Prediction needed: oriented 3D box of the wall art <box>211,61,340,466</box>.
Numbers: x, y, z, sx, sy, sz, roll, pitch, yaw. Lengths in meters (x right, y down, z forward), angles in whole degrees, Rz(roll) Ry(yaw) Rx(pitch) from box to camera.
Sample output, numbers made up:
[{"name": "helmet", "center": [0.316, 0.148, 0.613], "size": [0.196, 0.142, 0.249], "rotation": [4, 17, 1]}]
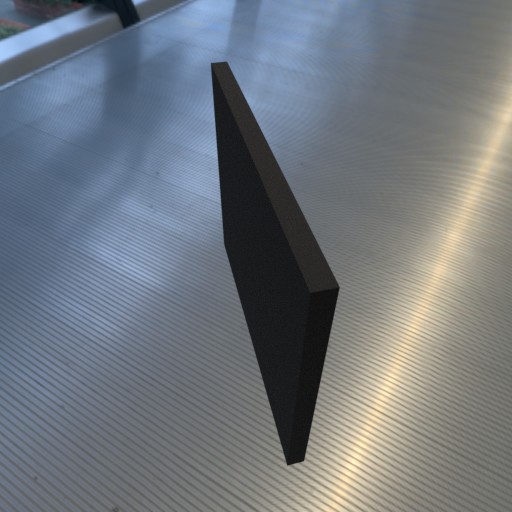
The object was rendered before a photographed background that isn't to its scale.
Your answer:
[{"name": "wall art", "center": [0.000, 0.000, 0.781], "size": [0.031, 0.457, 0.558], "rotation": [-10, 46, -10]}]
